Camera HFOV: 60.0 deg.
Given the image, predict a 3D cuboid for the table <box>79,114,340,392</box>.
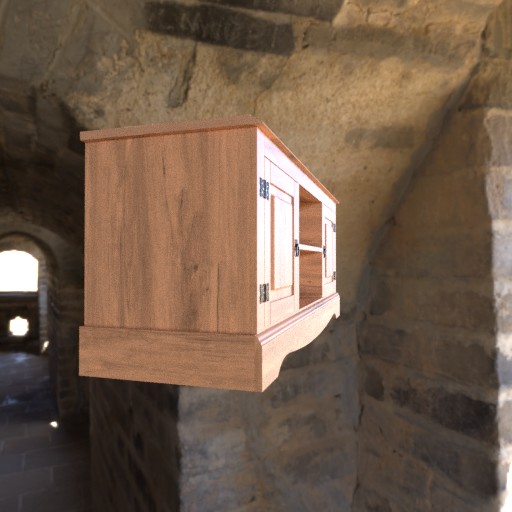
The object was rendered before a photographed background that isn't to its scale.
[{"bbox_3d":[0.000,0.000,1.441,0.400,0.510,1.200,0,-1,17],"label":"table"}]
